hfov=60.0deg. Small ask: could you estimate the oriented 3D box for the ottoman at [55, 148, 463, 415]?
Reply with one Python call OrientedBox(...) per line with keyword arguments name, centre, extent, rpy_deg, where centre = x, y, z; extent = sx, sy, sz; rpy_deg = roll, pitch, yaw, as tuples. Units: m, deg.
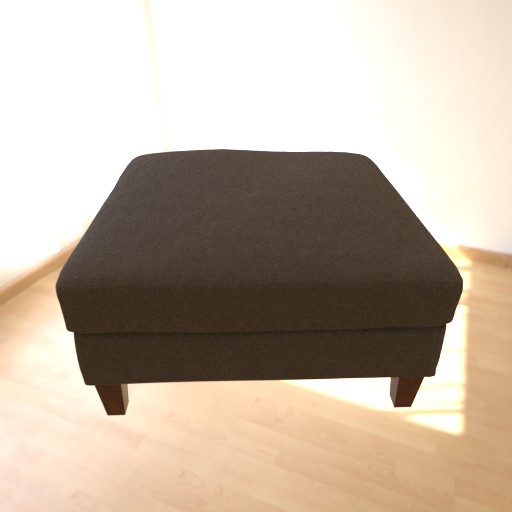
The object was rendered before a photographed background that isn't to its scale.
OrientedBox(name="ottoman", centre=(0.000, 0.000, 1.373), extent=(0.881, 0.482, 0.861), rpy_deg=(-1, 31, -2))
